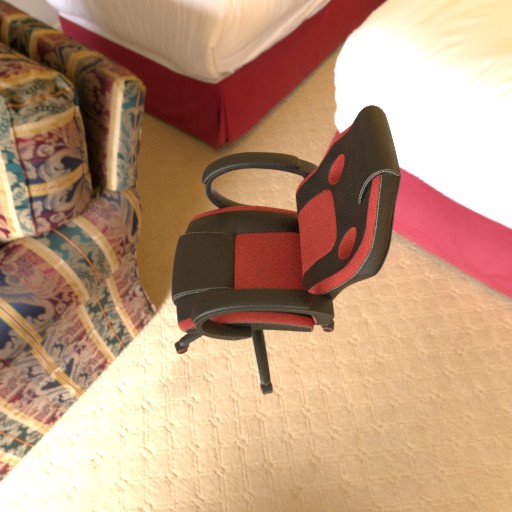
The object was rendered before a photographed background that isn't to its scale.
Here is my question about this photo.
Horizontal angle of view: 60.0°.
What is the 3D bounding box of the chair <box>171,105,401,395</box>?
[{"bbox_3d":[0.000,0.000,1.718,0.783,1.189,0.750,0,57,0],"label":"chair"}]
